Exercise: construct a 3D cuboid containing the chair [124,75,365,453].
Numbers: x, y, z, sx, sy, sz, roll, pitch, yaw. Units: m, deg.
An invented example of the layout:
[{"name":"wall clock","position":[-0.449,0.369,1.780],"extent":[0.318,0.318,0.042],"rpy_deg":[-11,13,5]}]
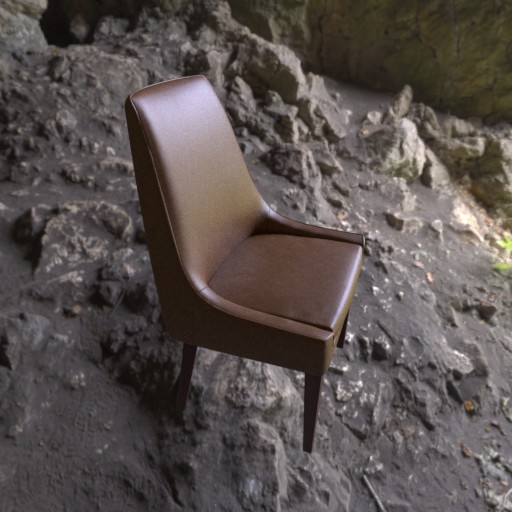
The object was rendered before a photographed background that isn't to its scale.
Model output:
[{"name":"chair","position":[0.000,0.000,1.204],"extent":[0.544,0.861,0.529],"rpy_deg":[10,31,18]}]
